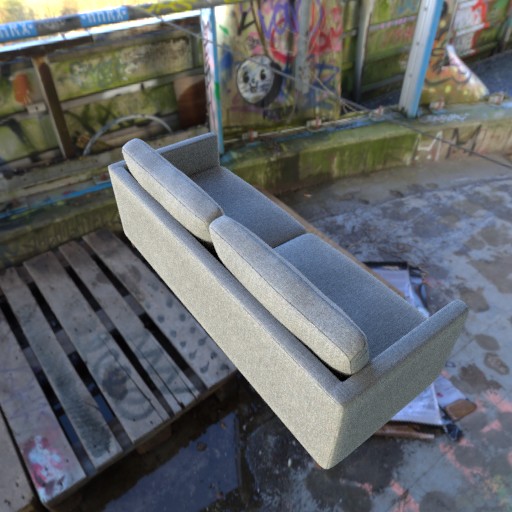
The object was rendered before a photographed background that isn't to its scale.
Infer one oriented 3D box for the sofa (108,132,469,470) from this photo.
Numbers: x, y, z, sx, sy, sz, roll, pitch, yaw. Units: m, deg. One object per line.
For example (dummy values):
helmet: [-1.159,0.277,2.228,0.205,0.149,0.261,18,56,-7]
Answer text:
sofa: [0.000,0.000,2.907,0.948,0.951,2.434,-27,48,-27]
